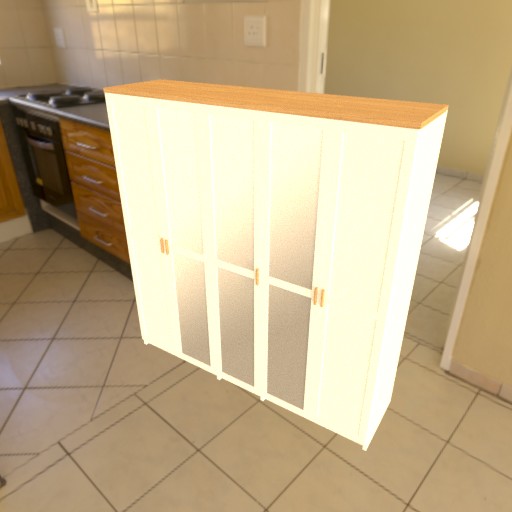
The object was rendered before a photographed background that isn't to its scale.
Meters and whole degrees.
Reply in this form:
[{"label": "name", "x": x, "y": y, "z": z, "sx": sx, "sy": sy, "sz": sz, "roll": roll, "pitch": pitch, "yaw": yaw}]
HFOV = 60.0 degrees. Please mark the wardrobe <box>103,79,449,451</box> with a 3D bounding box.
[{"label": "wardrobe", "x": 0.000, "y": 0.000, "z": 3.286, "sx": 2.160, "sy": 2.260, "sz": 0.590, "roll": 17, "pitch": 32, "yaw": 28}]
